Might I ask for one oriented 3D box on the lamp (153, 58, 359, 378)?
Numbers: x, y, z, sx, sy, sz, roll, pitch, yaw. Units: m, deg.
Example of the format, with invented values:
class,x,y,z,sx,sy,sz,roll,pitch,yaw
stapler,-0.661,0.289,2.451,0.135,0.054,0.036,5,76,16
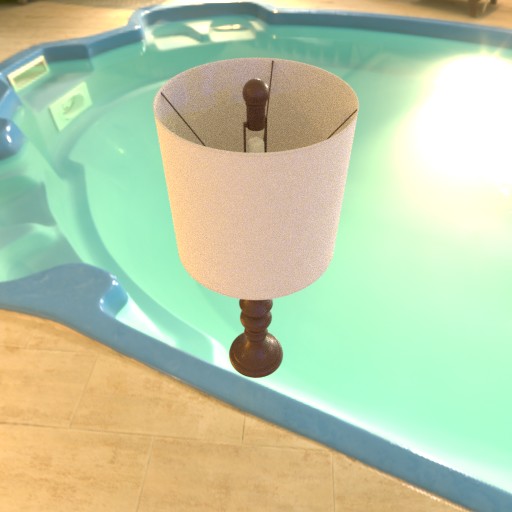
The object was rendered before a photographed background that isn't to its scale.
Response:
class,x,y,z,sx,sy,sz,roll,pitch,yaw
lamp,0.000,0.000,0.741,0.250,0.597,0.250,8,46,8
